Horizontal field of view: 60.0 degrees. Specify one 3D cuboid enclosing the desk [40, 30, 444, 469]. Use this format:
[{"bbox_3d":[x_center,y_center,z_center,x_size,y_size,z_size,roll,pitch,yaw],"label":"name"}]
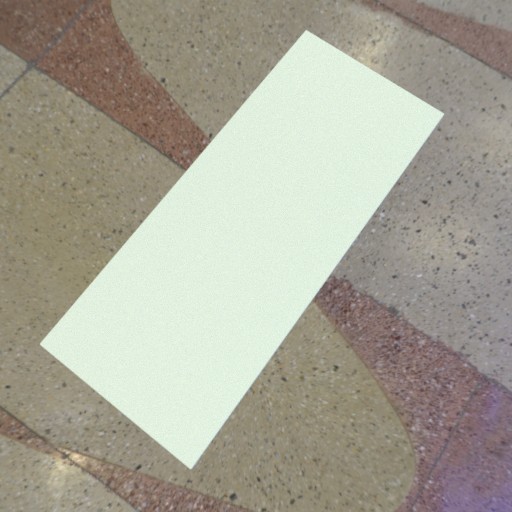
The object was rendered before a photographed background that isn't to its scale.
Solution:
[{"bbox_3d":[0.000,0.000,1.616,0.508,0.775,1.220,36,78,9],"label":"desk"}]
